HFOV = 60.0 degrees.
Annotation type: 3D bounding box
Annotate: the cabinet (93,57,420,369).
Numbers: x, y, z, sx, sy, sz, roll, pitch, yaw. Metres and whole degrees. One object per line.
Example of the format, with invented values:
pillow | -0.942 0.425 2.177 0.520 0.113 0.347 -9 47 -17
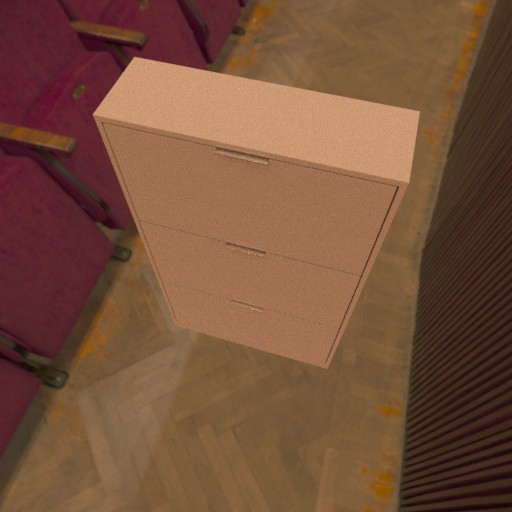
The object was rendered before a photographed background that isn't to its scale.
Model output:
cabinet | 0.000 0.000 1.604 0.750 1.280 0.250 14 59 9
